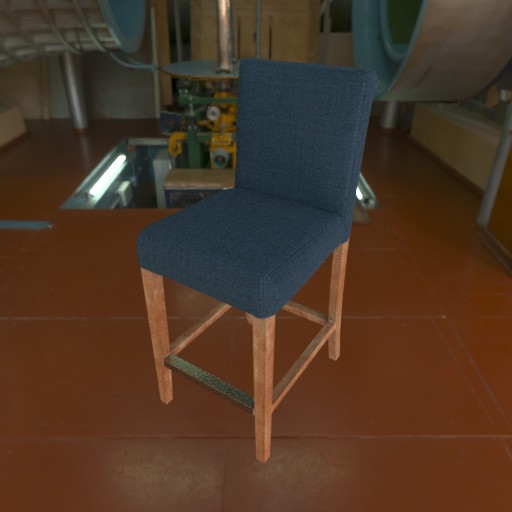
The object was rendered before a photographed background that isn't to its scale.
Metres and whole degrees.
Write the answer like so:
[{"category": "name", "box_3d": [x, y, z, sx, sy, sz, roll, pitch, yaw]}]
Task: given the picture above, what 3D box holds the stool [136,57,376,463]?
[{"category": "stool", "box_3d": [0.000, 0.000, 1.351, 0.454, 1.039, 0.567, 19, 36, 29]}]
